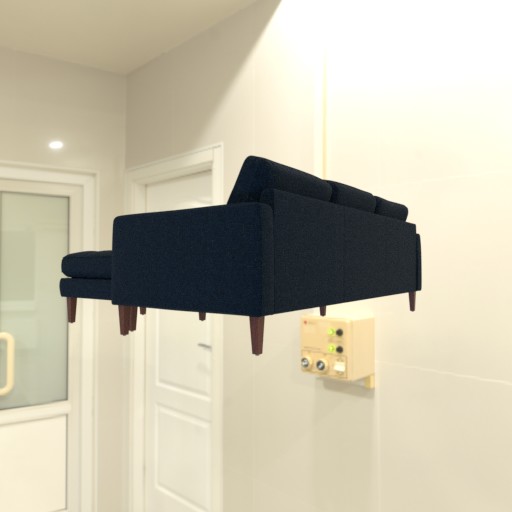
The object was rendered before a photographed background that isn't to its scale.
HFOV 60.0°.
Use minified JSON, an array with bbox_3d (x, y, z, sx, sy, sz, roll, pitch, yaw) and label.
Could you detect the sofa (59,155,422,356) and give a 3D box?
[{"bbox_3d":[0.000,0.000,3.035,1.613,0.841,2.185,-1,-1,36],"label":"sofa"}]
